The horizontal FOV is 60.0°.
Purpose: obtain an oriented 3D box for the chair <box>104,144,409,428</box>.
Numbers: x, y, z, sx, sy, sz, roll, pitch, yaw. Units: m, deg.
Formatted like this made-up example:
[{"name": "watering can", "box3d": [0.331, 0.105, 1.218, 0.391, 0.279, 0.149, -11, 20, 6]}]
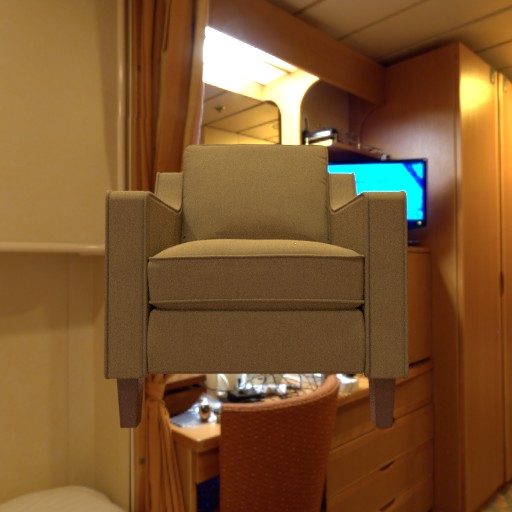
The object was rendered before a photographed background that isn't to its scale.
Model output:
[{"name": "chair", "box3d": [0.000, 0.000, 1.637, 0.831, 0.960, 0.909, 0, -1, 0]}]
